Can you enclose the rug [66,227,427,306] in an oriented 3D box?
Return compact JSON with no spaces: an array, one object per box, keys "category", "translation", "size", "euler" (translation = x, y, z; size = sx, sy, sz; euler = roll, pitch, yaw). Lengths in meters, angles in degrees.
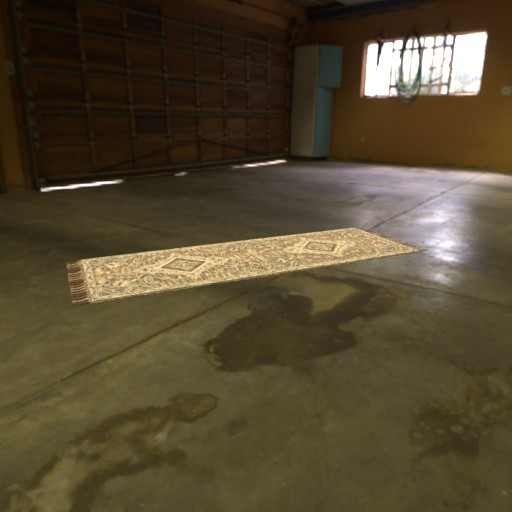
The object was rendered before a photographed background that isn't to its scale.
[{"category":"rug","translation":[0.000,0.000,2.901],"size":[2.378,0.018,1.324],"euler":[-2,17,-8]}]
